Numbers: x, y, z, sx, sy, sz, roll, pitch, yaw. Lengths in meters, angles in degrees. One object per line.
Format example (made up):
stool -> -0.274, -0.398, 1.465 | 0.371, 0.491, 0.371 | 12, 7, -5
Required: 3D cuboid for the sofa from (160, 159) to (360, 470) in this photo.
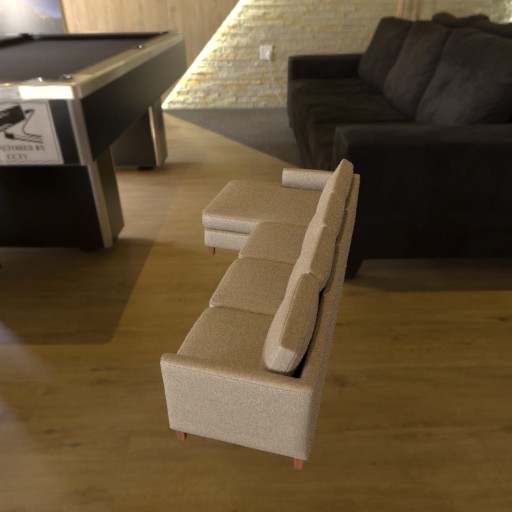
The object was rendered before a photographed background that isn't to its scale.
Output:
sofa -> 0.000, 0.000, 3.790 | 1.502, 0.876, 3.201 | 8, 32, 13
